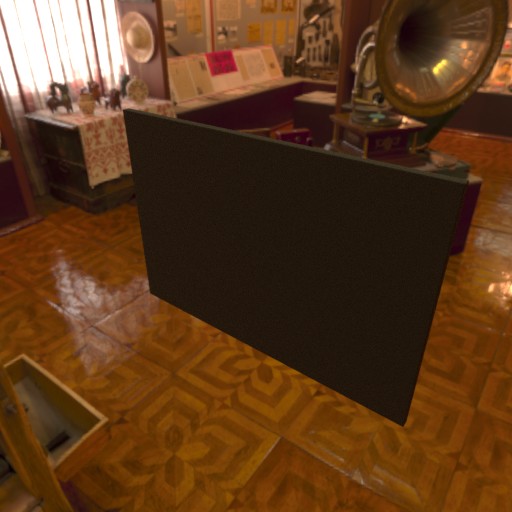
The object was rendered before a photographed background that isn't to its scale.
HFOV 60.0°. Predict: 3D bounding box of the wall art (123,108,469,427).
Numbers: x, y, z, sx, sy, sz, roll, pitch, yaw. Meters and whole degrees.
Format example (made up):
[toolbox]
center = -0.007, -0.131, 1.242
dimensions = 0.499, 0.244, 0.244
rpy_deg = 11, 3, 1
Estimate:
[wall art]
center = 0.000, 0.000, 1.216
dimensions = 0.958, 0.656, 0.026
rpy_deg = 21, 37, 32
